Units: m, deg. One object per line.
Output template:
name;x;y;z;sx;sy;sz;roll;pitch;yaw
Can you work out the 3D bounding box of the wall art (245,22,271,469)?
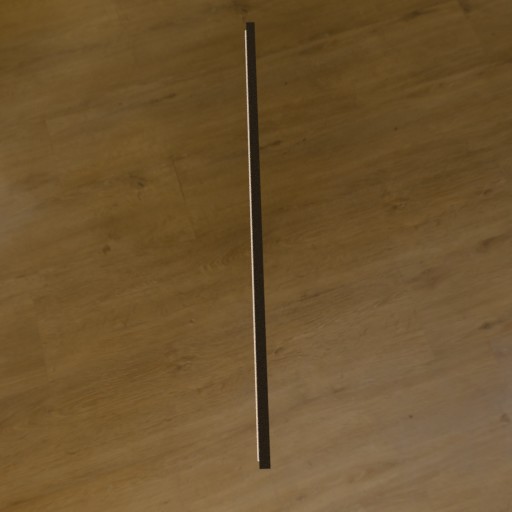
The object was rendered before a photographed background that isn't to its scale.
wall art;0.000;0.000;1.520;0.028;0.805;1.190;-2;75;0
